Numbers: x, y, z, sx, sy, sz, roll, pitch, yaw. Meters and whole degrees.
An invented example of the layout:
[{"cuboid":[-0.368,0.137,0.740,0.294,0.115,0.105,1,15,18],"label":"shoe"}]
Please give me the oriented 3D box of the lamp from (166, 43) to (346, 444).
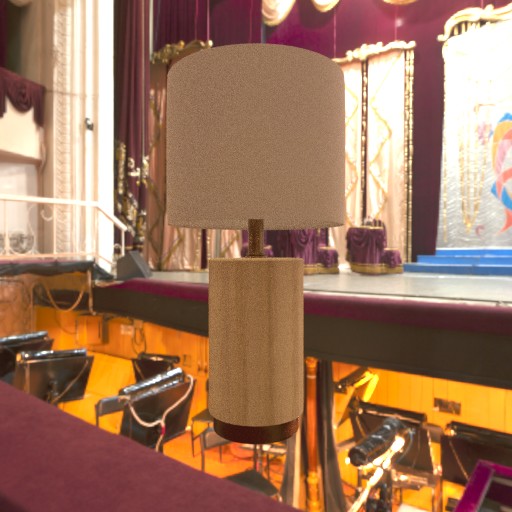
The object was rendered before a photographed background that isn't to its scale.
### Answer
[{"cuboid":[0.000,0.000,0.576,0.228,0.444,0.228,0,1,35],"label":"lamp"}]
